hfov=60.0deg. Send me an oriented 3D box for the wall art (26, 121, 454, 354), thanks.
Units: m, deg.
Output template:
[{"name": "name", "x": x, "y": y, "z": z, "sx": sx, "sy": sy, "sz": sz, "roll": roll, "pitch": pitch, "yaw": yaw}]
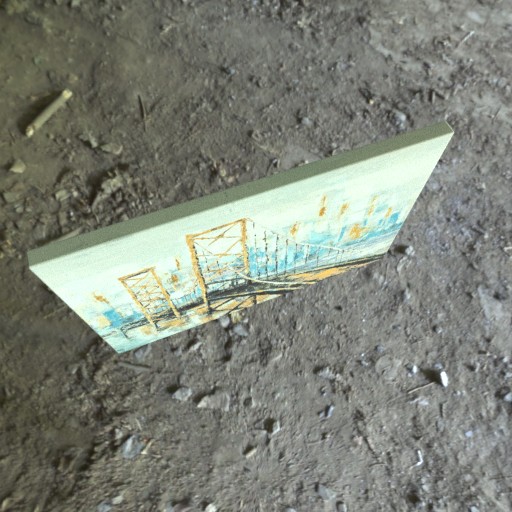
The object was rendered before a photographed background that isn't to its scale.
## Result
[{"name": "wall art", "x": 0.000, "y": 0.000, "z": 1.167, "sx": 0.913, "sy": 0.609, "sz": 0.038, "roll": -19, "pitch": 64, "yaw": -9}]
